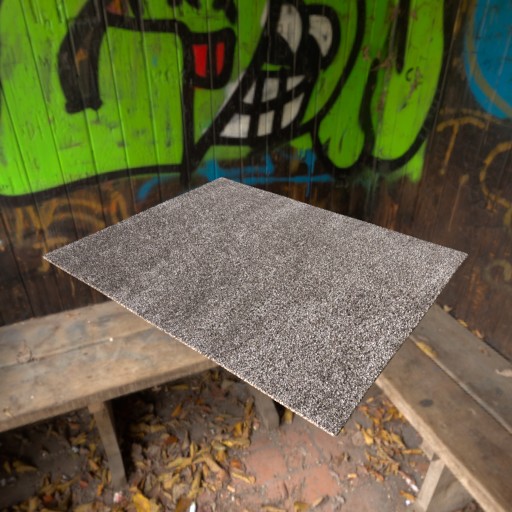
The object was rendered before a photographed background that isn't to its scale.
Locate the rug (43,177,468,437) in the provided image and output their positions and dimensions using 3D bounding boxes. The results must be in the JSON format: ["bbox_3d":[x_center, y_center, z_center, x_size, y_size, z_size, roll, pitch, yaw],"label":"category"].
[{"bbox_3d":[0.000,0.000,3.993,3.000,0.025,2.401,23,38,32],"label":"rug"}]
